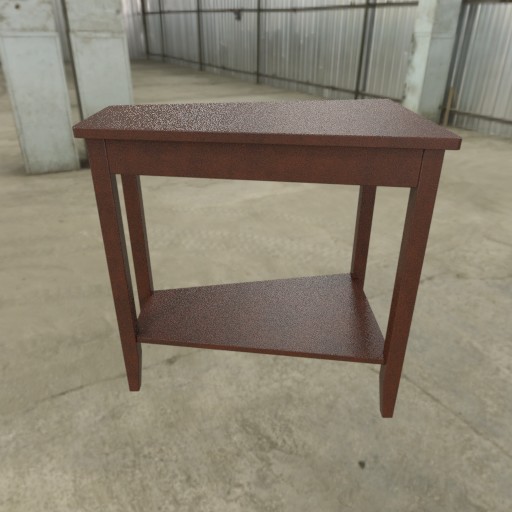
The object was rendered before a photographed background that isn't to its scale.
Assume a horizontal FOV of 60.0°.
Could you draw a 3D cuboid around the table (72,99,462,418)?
[{"bbox_3d":[0.000,0.000,0.956,0.605,0.589,0.399,0,27,-1],"label":"table"}]
